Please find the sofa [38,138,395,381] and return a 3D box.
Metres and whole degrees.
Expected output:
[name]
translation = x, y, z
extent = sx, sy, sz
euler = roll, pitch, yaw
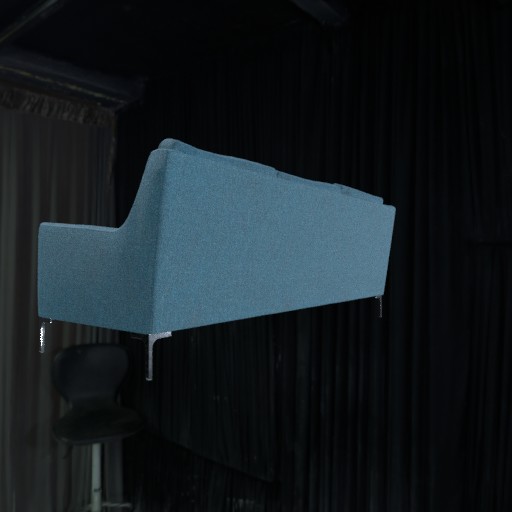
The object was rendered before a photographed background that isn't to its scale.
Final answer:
[sofa]
translation = 0.000, 0.000, 2.467
extent = 0.849, 0.837, 2.060
euler = 0, 0, 37
